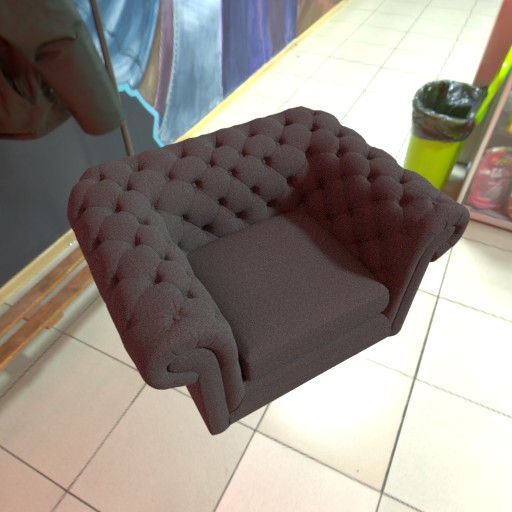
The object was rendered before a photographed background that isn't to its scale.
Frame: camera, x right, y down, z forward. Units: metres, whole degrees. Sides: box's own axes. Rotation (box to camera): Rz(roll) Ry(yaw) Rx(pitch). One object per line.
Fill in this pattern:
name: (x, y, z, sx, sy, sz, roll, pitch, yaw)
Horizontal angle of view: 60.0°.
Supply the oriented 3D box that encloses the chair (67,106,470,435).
chair: (0.000, 0.000, 1.872, 1.270, 0.770, 0.976, -23, 50, -21)
